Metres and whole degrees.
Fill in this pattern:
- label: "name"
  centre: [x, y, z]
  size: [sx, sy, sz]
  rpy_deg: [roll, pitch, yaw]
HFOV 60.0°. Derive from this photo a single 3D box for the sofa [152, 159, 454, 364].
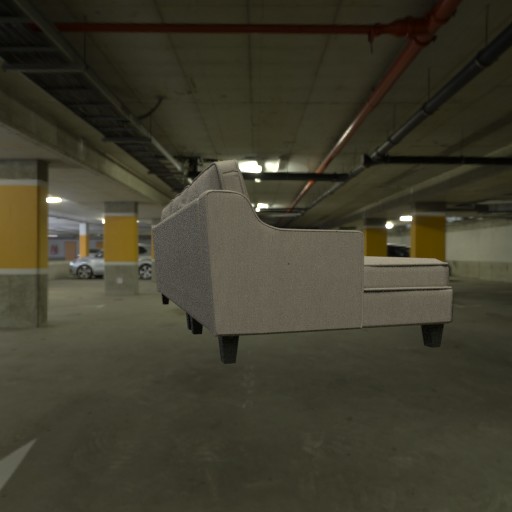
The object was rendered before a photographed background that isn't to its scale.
- label: "sofa"
  centre: [0.000, 0.000, 3.255]
  size: [1.294, 0.928, 2.561]
  rpy_deg: [0, 0, -18]
